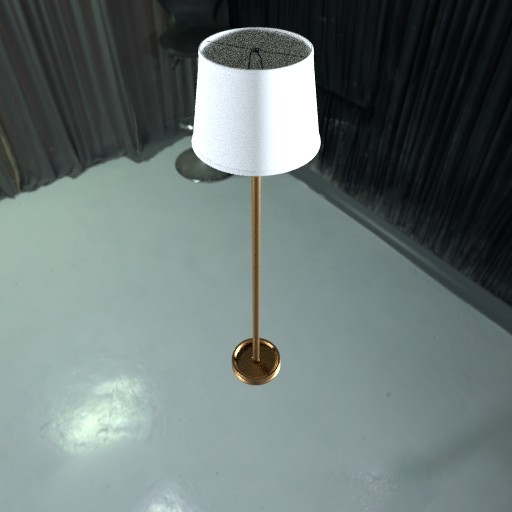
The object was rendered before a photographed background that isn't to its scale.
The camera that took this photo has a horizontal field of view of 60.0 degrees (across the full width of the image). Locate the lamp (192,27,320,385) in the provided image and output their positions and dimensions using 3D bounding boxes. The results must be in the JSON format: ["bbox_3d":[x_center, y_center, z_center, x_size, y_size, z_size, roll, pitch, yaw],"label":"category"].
[{"bbox_3d":[0.000,0.000,0.783,0.178,0.710,0.178,0,45,0],"label":"lamp"}]
